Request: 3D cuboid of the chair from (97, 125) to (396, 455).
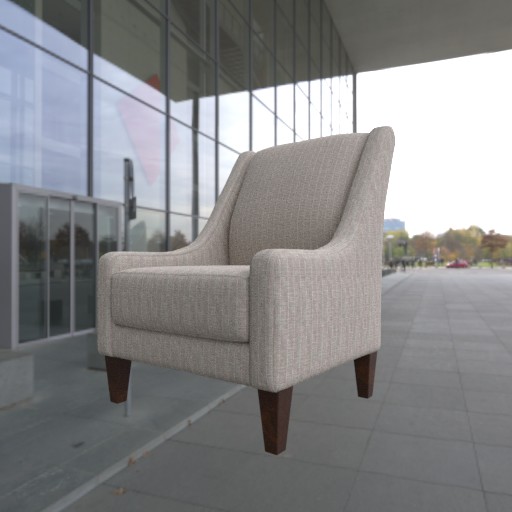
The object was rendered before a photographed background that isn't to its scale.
[{"bbox_3d":[0.000,0.000,1.631,0.774,1.014,0.870,0,-1,37],"label":"chair"}]
